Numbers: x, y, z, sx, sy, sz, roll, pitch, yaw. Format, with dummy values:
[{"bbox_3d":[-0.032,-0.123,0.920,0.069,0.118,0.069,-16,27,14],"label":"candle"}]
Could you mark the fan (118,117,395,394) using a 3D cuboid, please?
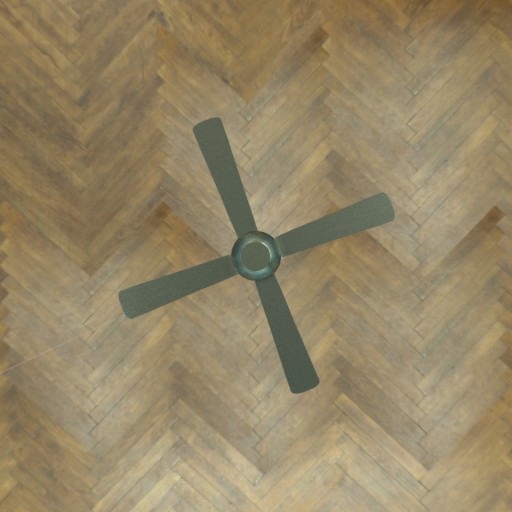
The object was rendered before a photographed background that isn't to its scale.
[{"bbox_3d":[0.000,0.000,2.042,1.321,0.381,1.321,0,91,1],"label":"fan"}]
